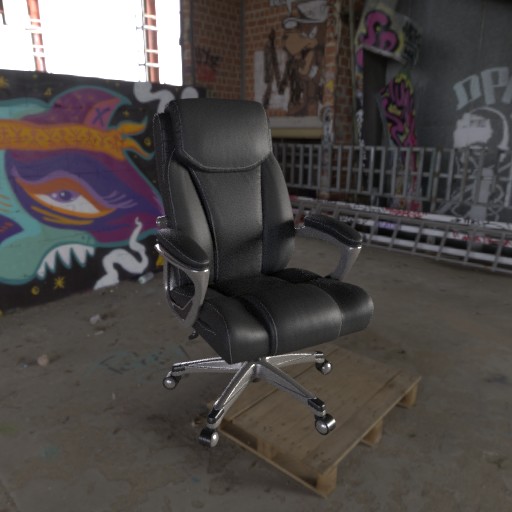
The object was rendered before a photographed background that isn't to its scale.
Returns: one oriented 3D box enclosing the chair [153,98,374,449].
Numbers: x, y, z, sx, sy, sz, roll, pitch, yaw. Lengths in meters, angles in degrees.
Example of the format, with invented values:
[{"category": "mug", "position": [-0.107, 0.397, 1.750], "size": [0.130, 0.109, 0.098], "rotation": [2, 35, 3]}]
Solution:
[{"category": "chair", "position": [0.000, 0.000, 1.683], "size": [0.741, 1.167, 0.784], "rotation": [-8, 17, -27]}]
